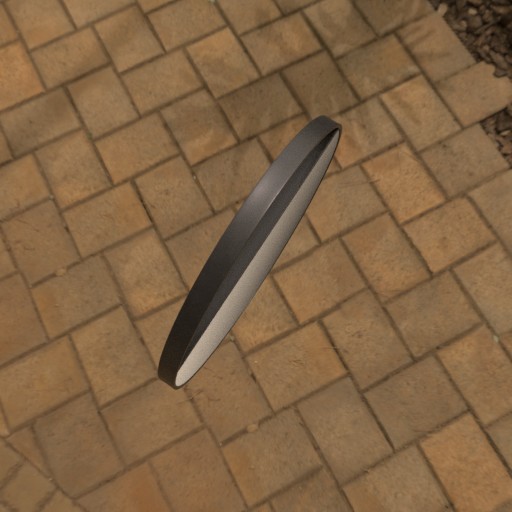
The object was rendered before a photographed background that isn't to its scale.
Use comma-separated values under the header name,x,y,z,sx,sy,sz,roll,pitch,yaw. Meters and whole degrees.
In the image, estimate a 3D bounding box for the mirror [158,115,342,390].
name,x,y,z,sx,sy,sz,roll,pitch,yaw
mirror,0.000,0.000,0.850,0.032,0.565,0.565,32,79,7
